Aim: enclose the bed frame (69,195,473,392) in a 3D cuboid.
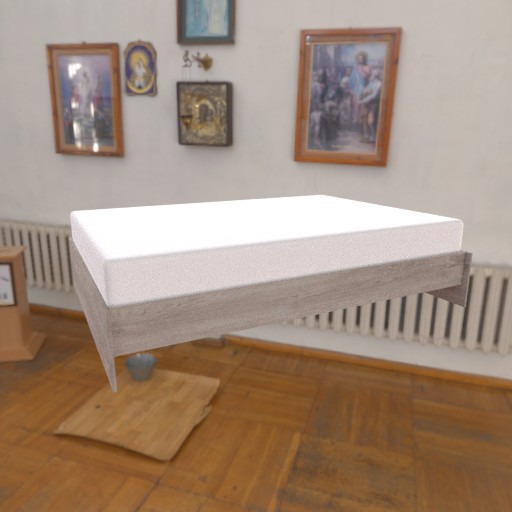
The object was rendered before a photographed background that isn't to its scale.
[{"bbox_3d":[0.000,0.000,2.655,1.945,0.497,1.445,-7,16,-26],"label":"bed frame"}]
